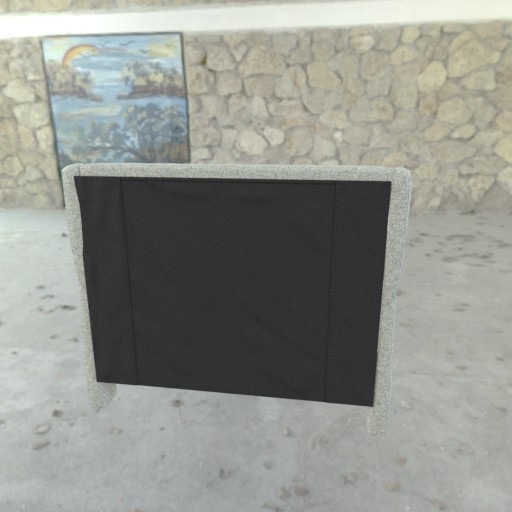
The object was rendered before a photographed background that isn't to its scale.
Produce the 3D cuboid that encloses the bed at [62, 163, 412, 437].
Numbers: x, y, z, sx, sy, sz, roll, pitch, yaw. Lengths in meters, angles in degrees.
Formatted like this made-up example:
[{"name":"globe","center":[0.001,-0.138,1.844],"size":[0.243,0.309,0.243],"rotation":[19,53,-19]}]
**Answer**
[{"name":"bed","center":[0.000,0.000,3.983],"size":[2.219,1.771,2.347],"rotation":[2,16,9]}]
